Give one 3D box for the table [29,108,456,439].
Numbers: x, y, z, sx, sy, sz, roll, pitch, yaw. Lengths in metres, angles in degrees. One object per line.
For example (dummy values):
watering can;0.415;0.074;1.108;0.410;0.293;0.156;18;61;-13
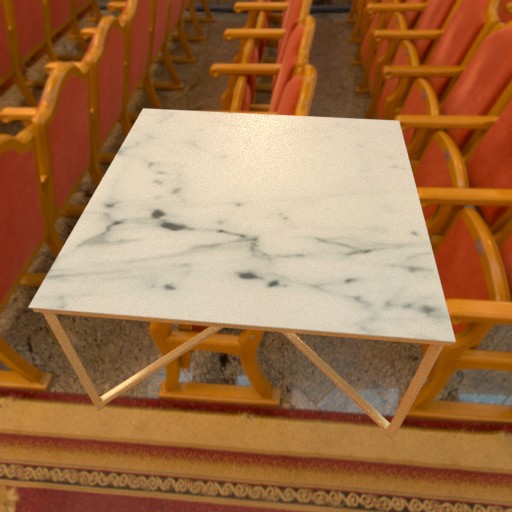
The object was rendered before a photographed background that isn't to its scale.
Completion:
table;0.000;0.000;1.262;0.800;0.450;0.800;4;46;4
